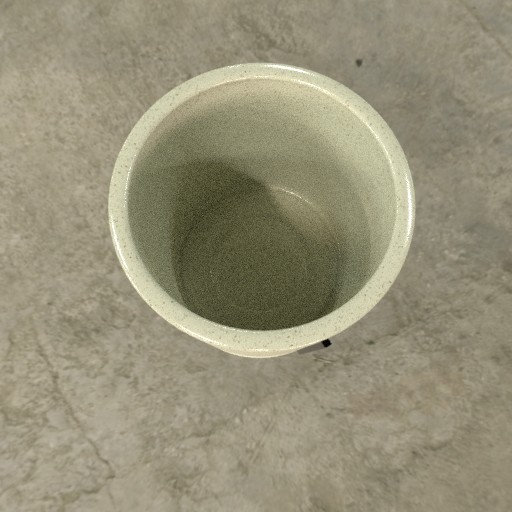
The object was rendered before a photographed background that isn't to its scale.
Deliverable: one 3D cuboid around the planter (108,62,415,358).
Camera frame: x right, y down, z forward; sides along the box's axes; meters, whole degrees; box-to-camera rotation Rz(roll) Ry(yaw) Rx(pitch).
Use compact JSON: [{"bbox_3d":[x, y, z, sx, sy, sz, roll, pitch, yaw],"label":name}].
[{"bbox_3d":[0.000,0.000,0.525,0.243,0.390,0.234,-1,76,0],"label":"planter"}]
